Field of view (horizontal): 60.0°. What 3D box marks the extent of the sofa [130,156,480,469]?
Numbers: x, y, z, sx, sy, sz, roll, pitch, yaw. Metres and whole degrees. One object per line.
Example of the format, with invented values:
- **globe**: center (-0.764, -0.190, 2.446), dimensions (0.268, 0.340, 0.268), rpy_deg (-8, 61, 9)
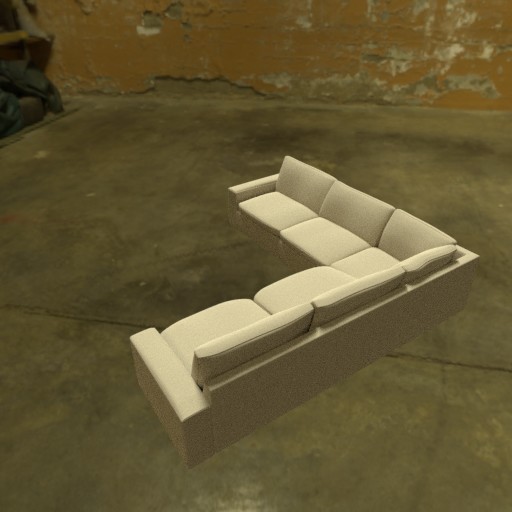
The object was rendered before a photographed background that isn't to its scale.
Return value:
- **sofa**: center (0.000, 0.000, 4.733), dimensions (3.206, 0.918, 3.066), rpy_deg (-20, 37, -28)
